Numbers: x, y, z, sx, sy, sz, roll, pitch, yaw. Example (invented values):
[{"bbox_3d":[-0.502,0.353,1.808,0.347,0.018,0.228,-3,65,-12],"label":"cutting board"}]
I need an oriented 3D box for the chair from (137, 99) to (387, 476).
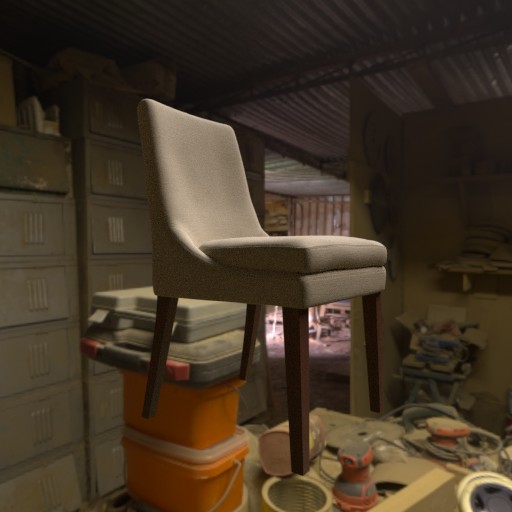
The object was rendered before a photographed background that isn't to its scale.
[{"bbox_3d":[0.000,0.000,1.324,0.638,0.940,0.515,1,2,36],"label":"chair"}]
